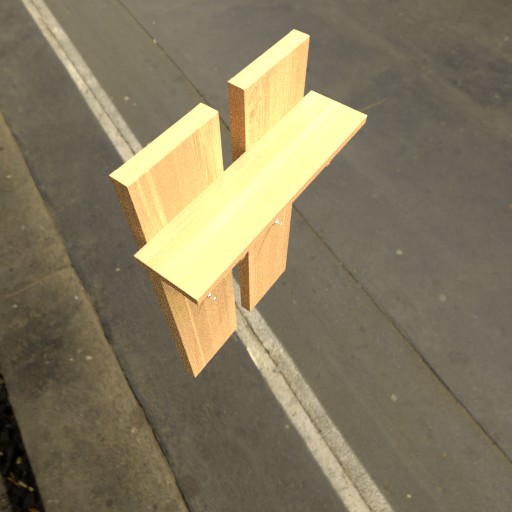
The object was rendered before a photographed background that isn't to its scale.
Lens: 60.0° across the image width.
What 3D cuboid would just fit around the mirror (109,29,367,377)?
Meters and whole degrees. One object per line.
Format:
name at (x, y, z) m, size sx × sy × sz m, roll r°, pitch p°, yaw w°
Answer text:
mirror at (0.000, 0.000, 1.583) m, size 0.260 × 1.250 × 0.800 m, roll 32°, pitch 62°, yaw 19°
